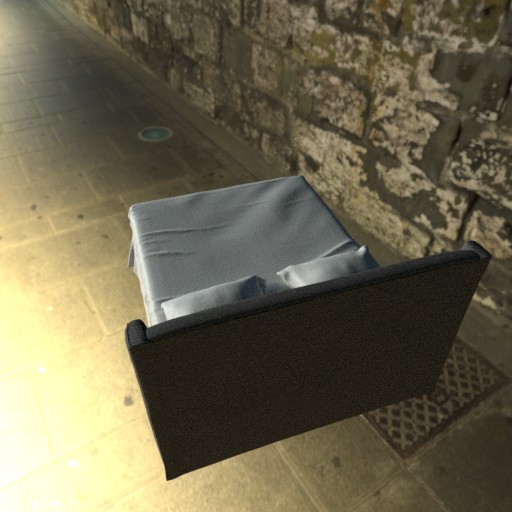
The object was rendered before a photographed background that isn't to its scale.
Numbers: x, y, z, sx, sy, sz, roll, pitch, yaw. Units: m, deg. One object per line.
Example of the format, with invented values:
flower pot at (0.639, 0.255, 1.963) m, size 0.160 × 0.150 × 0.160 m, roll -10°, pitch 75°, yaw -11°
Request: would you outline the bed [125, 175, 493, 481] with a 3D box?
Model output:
bed at (0.000, 0.000, 3.334) m, size 1.925 × 1.332 × 2.276 m, roll -12°, pitch 41°, yaw -14°
